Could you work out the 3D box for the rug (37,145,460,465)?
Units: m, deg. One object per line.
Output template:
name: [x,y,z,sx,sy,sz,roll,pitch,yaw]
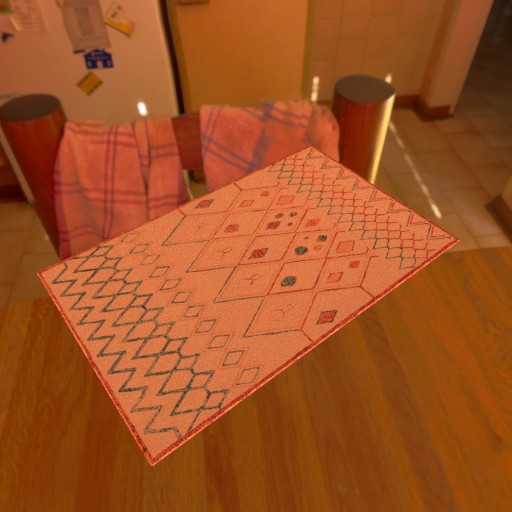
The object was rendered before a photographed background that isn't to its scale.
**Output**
rug: [0.000,0.000,3.000,2.438,0.015,1.524,-30,53,-25]
